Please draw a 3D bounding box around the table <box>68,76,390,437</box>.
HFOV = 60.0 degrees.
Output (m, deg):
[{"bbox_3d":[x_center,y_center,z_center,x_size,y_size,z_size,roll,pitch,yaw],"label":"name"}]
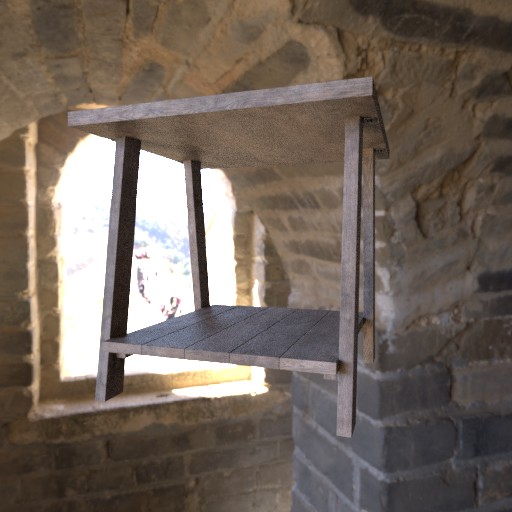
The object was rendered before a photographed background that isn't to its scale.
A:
[{"bbox_3d":[0.000,0.000,1.112,0.610,0.610,0.610,1,2,19],"label":"table"}]
